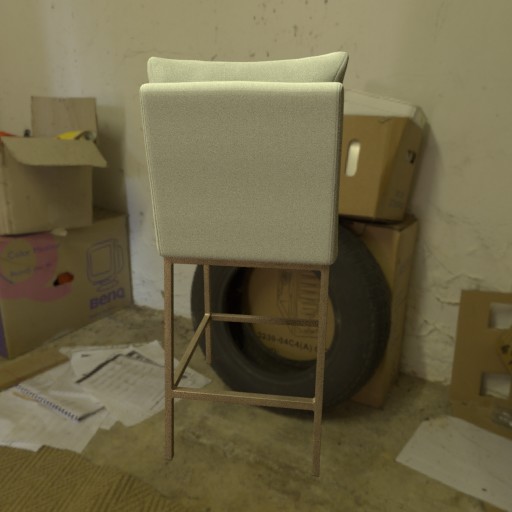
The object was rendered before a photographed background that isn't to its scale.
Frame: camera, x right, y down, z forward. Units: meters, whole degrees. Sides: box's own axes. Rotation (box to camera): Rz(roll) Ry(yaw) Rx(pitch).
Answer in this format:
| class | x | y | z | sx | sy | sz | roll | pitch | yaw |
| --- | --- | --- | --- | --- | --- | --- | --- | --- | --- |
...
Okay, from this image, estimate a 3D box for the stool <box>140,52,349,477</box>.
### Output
| class | x | y | z | sx | sy | sz | roll | pitch | yaw |
| --- | --- | --- | --- | --- | --- | --- | --- | --- | --- |
| stool | 0.000 | 0.000 | 1.292 | 0.463 | 1.032 | 0.572 | 2 | 16 | 7 |
